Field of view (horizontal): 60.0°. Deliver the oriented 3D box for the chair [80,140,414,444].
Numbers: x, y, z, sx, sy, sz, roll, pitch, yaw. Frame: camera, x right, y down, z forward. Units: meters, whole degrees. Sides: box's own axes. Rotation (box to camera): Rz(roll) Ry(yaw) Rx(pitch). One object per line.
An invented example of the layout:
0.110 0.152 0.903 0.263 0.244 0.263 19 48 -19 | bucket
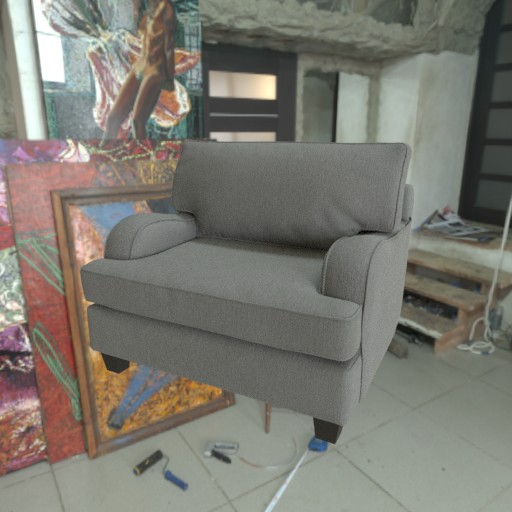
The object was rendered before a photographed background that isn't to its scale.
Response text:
0.000 0.000 2.036 1.220 1.016 1.041 8 17 27 | chair
